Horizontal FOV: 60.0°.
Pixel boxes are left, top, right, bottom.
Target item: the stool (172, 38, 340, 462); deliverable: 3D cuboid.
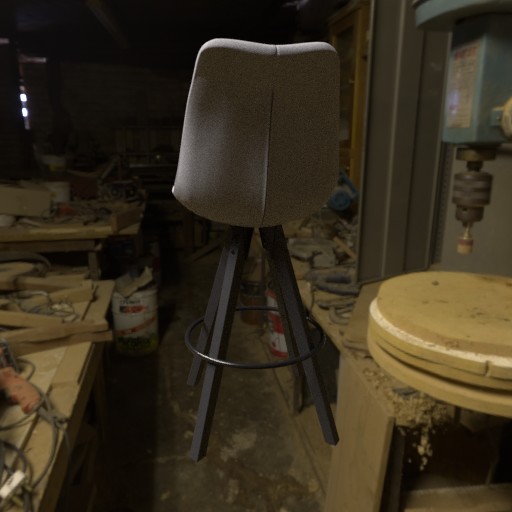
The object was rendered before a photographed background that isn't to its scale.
[{"bbox_3d":[0.000,0.000,1.353,0.485,1.115,0.550,-3,16,-9],"label":"stool"}]
